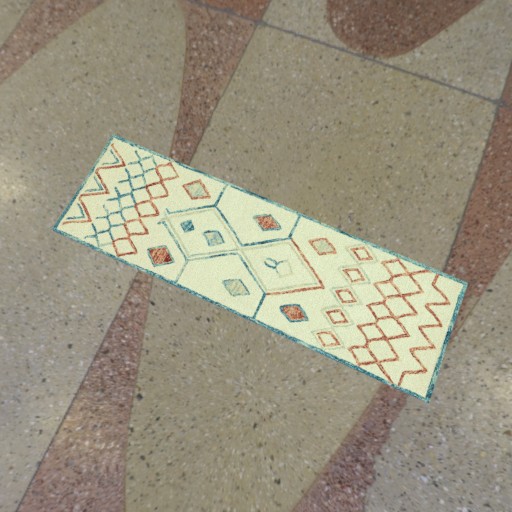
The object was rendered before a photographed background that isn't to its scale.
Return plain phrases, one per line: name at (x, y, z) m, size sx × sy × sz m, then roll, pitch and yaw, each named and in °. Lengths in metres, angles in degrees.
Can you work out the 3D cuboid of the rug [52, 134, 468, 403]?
rug at (0.000, 0.000, 2.688) m, size 2.435 × 0.011 × 0.750 m, roll 24°, pitch 74°, yaw 7°
